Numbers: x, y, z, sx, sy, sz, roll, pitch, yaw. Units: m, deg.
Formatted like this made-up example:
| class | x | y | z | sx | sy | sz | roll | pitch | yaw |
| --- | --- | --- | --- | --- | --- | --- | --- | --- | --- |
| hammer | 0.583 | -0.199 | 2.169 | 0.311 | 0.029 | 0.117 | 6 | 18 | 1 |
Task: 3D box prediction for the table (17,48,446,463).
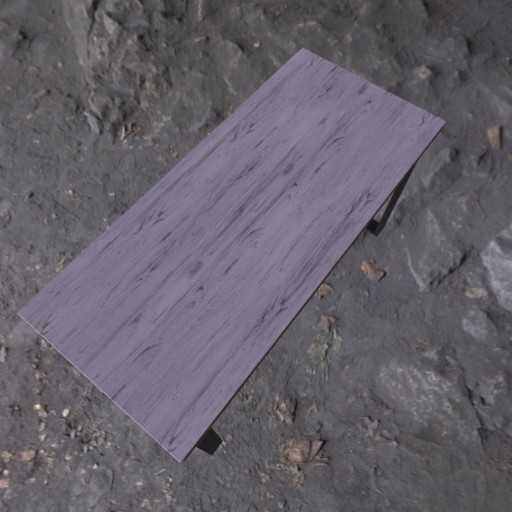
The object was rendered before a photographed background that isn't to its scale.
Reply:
| class | x | y | z | sx | sy | sz | roll | pitch | yaw |
| --- | --- | --- | --- | --- | --- | --- | --- | --- | --- |
| table | 0.000 | 0.000 | 2.201 | 0.795 | 0.899 | 1.778 | 35 | 68 | 16 |
